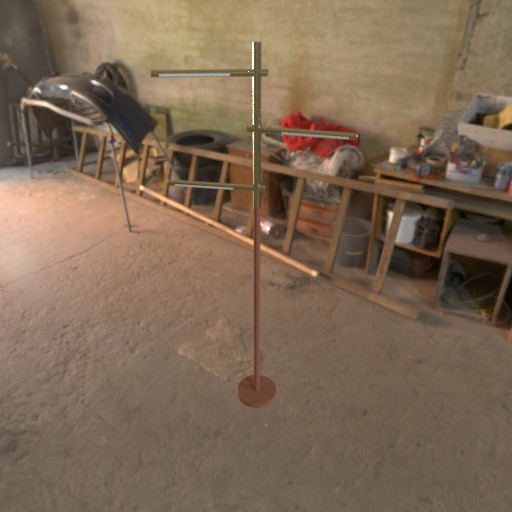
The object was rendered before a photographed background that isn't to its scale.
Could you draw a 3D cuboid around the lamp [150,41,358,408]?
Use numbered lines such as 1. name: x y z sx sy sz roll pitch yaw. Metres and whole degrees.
1. lamp: 0.000 0.000 1.952 0.737 1.704 0.209 1 31 2
